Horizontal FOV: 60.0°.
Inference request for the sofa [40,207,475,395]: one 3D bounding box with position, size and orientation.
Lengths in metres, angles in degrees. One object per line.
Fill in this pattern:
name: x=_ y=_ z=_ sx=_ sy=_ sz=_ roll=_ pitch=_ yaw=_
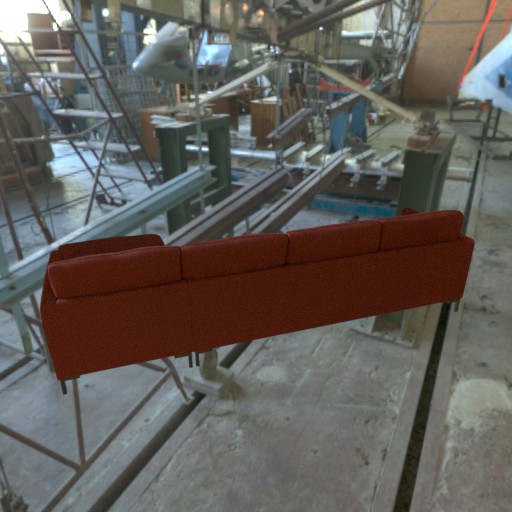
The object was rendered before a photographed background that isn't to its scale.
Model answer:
sofa: x=0.000 y=0.000 z=3.411 sx=2.932 sy=0.810 sz=1.350 roll=-8 pitch=26 yaw=-17
